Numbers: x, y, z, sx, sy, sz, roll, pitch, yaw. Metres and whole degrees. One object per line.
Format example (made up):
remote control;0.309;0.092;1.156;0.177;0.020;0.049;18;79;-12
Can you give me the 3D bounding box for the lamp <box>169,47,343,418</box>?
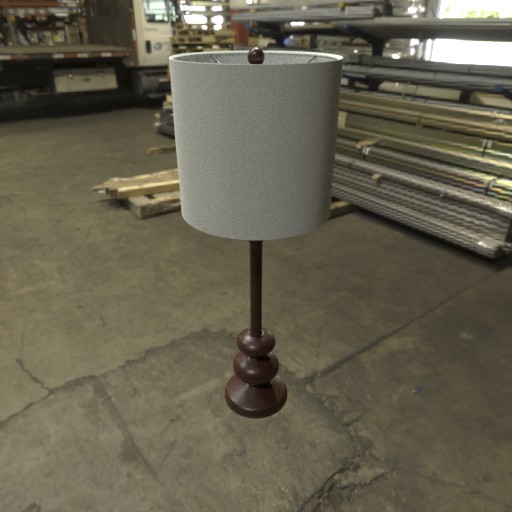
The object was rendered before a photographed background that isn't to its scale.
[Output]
lamp;0.000;0.000;0.809;0.254;0.690;0.254;-20;34;-32
